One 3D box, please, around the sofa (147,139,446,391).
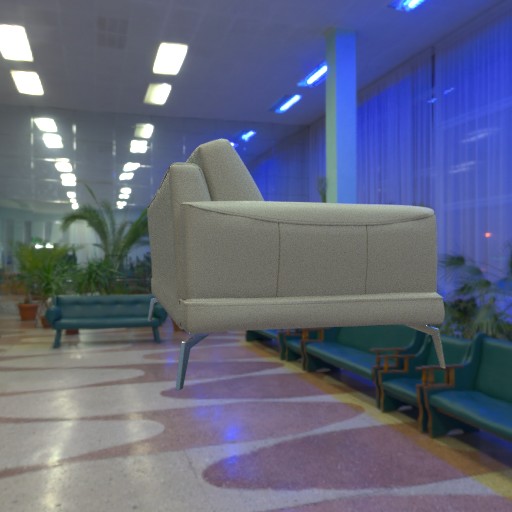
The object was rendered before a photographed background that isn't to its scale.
[{"bbox_3d":[0.000,0.000,2.507,1.121,0.930,1.819,0,0,-17],"label":"sofa"}]
